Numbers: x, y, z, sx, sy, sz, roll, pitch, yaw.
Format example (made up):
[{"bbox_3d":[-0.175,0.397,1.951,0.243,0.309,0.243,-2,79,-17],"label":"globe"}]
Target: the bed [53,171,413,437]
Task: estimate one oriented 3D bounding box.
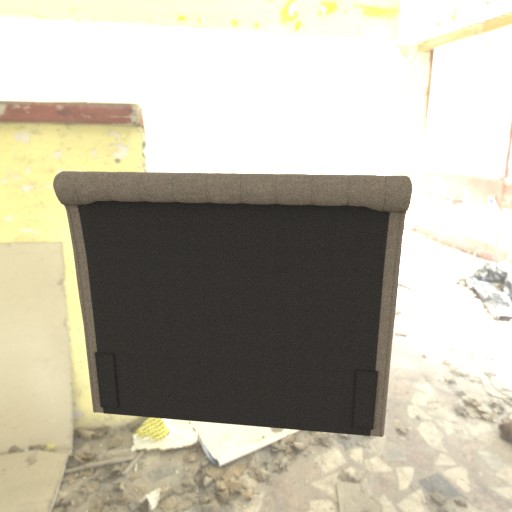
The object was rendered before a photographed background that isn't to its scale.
[{"bbox_3d":[0.000,0.000,3.228,1.645,1.371,2.252,2,16,7],"label":"bed"}]
